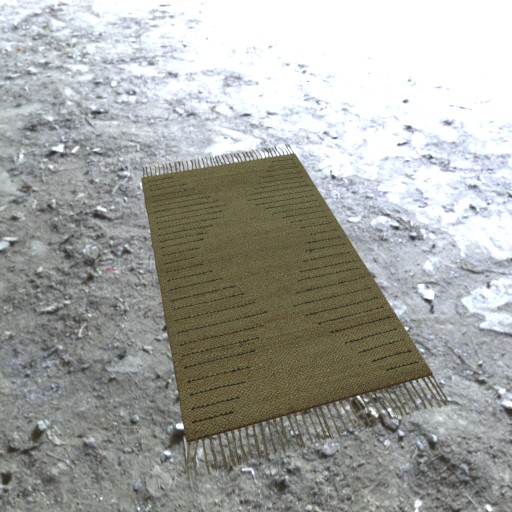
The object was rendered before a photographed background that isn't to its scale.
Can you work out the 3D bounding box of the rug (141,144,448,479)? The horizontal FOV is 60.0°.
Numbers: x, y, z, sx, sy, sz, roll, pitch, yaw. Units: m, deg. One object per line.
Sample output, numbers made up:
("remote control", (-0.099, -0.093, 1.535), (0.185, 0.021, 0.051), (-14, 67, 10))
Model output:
("rug", (0.000, 0.000, 1.992), (0.905, 0.017, 1.718), (-11, 47, -11))
